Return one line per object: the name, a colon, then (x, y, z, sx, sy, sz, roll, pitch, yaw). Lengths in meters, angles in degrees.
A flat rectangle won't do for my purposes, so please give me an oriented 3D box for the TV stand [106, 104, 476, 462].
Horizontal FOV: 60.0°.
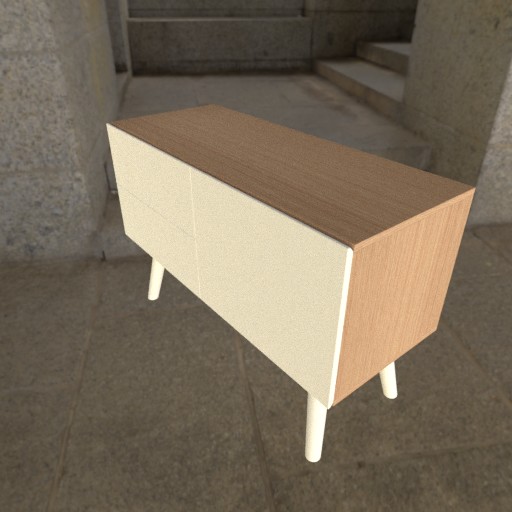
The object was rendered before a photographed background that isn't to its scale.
TV stand: (0.000, 0.000, 1.338, 0.407, 0.660, 0.991, -23, 38, -32)
